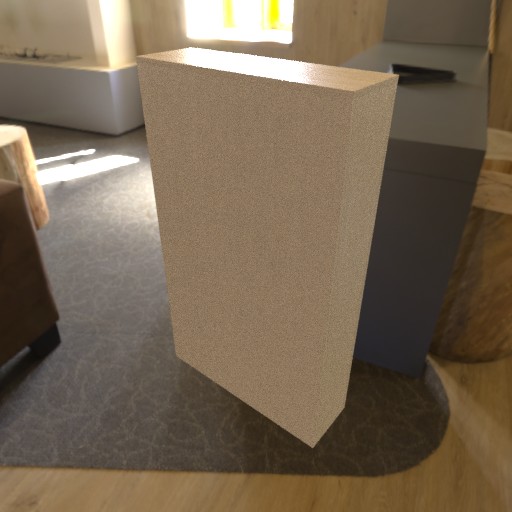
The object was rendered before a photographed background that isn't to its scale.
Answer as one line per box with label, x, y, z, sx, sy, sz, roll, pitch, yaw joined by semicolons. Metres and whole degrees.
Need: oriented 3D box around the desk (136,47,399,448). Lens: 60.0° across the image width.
desk;0.000;0.000;1.591;0.750;1.280;0.250;24;40;32
